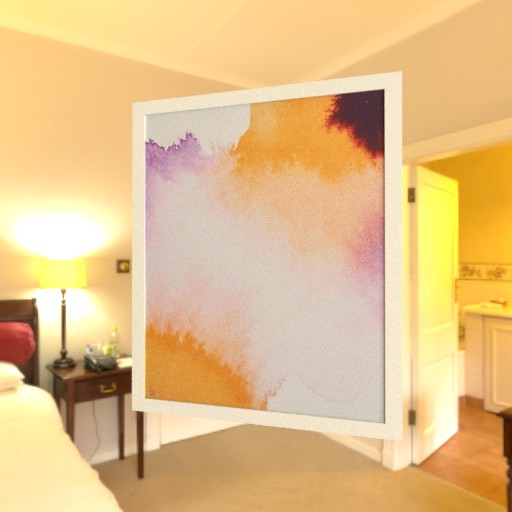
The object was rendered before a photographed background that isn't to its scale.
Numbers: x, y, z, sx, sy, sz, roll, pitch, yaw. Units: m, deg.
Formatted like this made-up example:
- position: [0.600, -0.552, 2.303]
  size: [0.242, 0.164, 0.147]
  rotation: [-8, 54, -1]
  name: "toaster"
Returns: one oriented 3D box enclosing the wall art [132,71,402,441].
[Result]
- position: [0.000, 0.000, 0.609]
  size: [0.382, 0.456, 0.013]
  rotation: [0, 0, 17]
  name: "wall art"
